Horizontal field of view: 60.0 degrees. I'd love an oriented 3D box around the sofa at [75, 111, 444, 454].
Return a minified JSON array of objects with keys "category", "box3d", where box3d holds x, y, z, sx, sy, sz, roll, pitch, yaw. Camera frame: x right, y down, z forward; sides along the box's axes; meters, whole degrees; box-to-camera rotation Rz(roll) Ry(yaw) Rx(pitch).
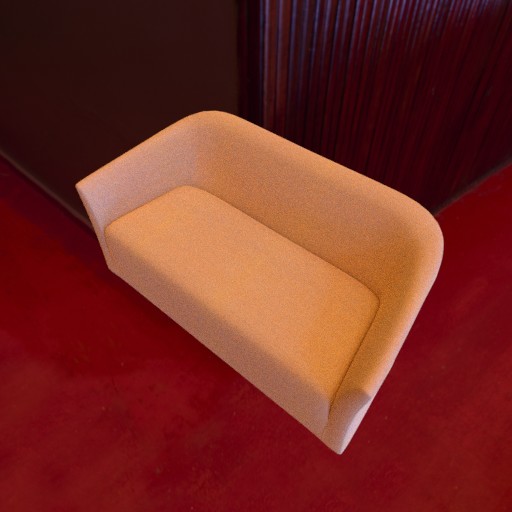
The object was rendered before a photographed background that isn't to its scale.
[{"category":"sofa","box3d":[0.000,0.000,1.897,1.452,0.721,0.705,33,55,26]}]
